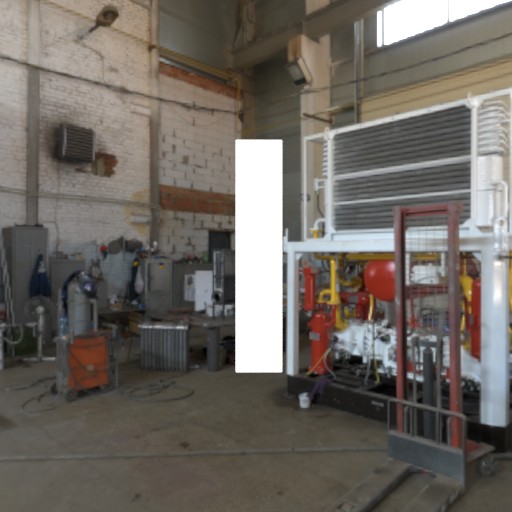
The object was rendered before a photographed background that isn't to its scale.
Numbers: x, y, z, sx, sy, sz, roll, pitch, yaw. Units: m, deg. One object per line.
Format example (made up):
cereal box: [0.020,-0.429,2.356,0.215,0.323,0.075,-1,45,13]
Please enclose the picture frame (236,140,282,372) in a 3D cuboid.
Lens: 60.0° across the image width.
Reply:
picture frame: [0.000,0.000,0.855,0.050,0.250,0.759,0,0,0]
